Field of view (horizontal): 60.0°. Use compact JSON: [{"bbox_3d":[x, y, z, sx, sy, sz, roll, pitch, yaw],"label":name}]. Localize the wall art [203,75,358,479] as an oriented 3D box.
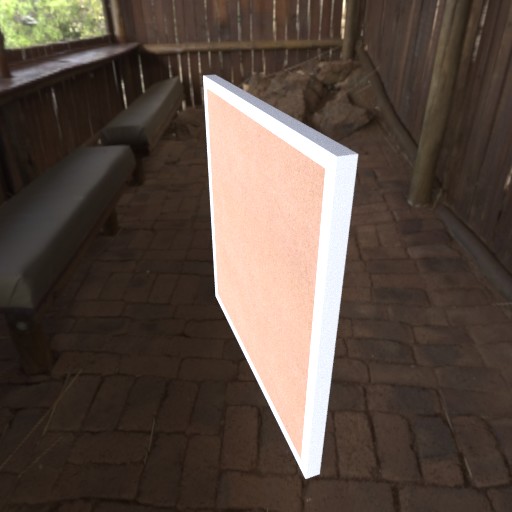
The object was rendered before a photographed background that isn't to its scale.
[{"bbox_3d":[0.000,0.000,1.135,0.036,0.760,0.760,-11,32,-17],"label":"wall art"}]
